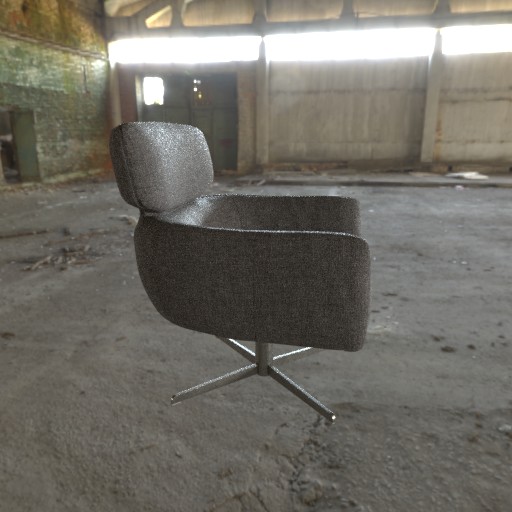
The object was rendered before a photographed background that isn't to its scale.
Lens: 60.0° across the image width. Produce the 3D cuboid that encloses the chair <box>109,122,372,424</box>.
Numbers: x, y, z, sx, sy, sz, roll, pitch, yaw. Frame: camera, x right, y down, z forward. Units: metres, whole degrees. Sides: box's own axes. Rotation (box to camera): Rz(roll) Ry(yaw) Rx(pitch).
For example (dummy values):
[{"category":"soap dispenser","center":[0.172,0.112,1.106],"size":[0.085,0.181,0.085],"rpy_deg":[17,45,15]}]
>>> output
[{"category":"chair","center":[0.000,0.000,1.395],"size":[0.715,0.812,0.706],"rpy_deg":[3,16,10]}]
